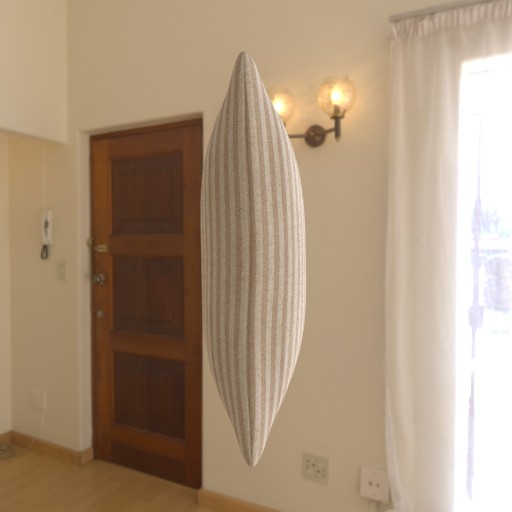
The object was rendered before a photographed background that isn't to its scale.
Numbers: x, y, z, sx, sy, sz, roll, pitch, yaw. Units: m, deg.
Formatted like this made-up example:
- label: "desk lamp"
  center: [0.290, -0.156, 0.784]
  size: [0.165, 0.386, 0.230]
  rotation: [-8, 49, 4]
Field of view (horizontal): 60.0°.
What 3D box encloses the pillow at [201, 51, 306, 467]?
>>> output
- label: "pillow"
  center: [0.000, 0.000, 0.790]
  size: [0.166, 0.510, 0.523]
  rotation: [0, 2, 2]
